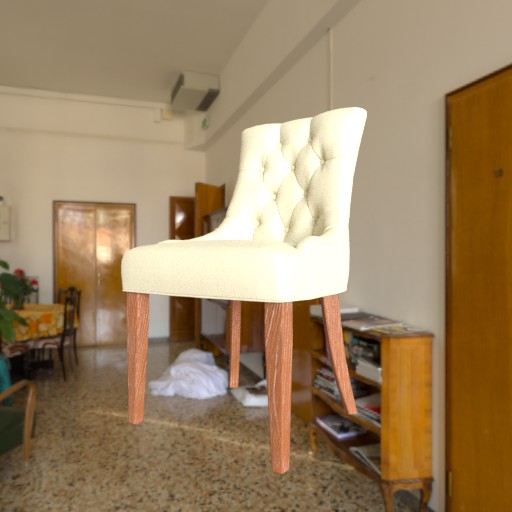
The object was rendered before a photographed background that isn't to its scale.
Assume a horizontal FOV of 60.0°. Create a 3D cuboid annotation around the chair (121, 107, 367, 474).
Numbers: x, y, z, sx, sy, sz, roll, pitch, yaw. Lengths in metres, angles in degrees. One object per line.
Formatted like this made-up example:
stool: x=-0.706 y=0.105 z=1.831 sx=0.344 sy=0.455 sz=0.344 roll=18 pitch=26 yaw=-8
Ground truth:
chair: x=0.000 y=0.000 z=1.220 sx=0.509 sy=0.874 sz=0.565 roll=0 pitch=0 yaw=35
